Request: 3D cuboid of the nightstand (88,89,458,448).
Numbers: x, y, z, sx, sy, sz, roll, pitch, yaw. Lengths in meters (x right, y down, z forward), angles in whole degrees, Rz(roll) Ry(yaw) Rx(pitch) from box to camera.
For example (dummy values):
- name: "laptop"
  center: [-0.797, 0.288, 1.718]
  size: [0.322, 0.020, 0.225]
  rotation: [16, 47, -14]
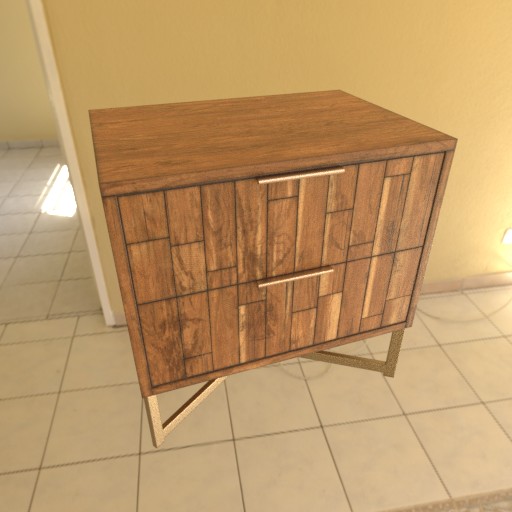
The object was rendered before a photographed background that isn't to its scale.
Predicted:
- name: "nightstand"
  center: [0.000, 0.000, 1.027]
  size: [0.610, 0.610, 0.446]
  rotation: [-11, 34, -16]
